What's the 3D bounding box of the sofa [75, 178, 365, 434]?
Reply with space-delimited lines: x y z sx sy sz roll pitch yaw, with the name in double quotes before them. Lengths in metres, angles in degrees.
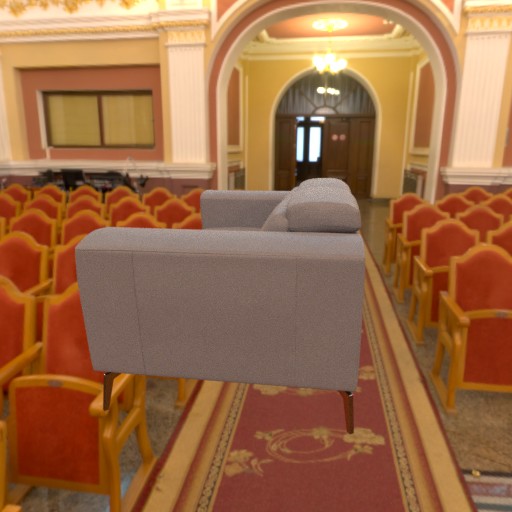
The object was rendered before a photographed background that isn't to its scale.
"sofa" 0.000 0.000 2.388 1.003 0.779 1.895 2 14 9
